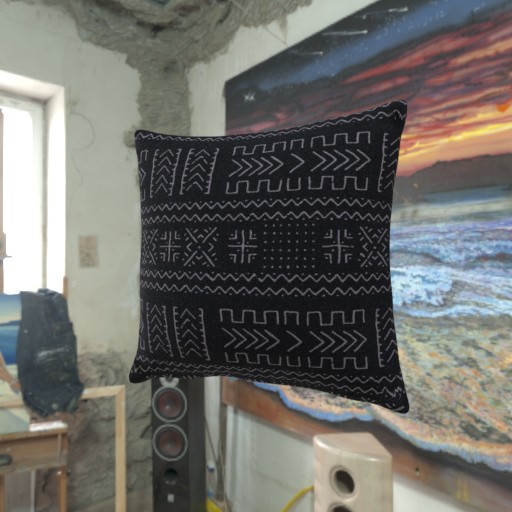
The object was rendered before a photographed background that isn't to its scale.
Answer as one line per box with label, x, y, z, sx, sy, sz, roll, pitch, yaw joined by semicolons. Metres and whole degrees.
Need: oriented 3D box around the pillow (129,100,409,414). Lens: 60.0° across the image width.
pillow;0.000;0.000;0.672;0.438;0.430;0.164;0;-1;18
